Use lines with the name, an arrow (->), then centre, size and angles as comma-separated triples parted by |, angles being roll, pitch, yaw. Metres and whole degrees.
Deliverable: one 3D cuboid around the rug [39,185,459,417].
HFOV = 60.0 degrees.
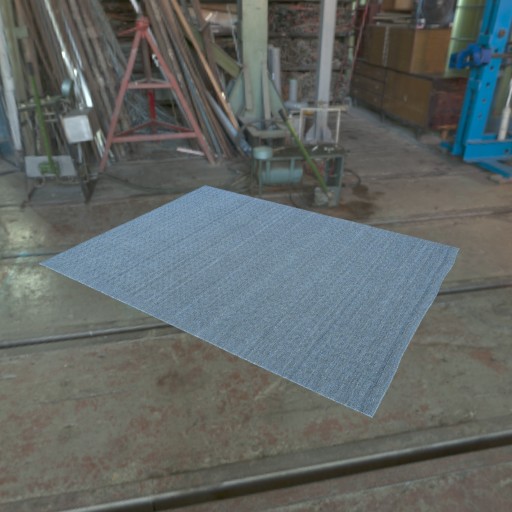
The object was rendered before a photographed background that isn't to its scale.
rug -> 0.000, 0.000, 4.207 | 3.200, 0.007, 2.443 | 18, 34, 29
